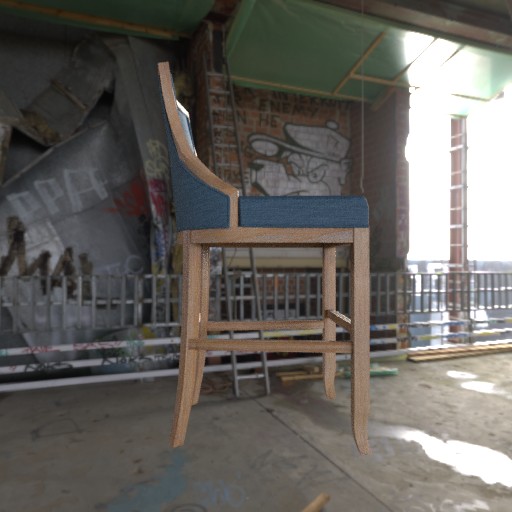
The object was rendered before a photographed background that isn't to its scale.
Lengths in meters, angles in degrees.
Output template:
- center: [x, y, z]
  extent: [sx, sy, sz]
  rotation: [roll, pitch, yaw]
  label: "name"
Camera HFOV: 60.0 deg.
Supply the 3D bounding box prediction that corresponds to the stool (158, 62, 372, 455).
- center: [0.000, 0.000, 1.476]
  extent: [0.626, 1.101, 0.524]
  rotation: [0, -1, -1]
  label: "stool"
